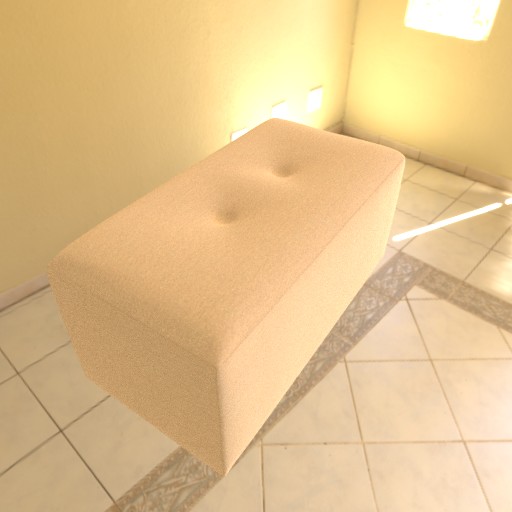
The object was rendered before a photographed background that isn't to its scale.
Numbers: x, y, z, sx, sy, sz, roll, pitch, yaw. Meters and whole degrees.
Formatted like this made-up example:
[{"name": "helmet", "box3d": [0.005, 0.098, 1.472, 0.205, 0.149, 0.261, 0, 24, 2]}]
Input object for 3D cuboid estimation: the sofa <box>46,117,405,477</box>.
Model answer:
[{"name": "sofa", "box3d": [0.000, 0.000, 1.230, 0.480, 0.470, 0.930, 24, 46, 25]}]
